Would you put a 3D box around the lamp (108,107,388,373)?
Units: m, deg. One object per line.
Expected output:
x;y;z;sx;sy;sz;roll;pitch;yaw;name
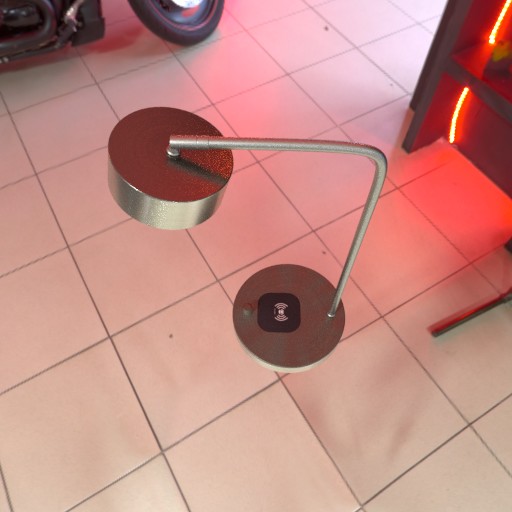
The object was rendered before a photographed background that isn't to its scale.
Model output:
0.000;0.000;0.657;0.334;0.469;0.211;1;59;1;lamp
